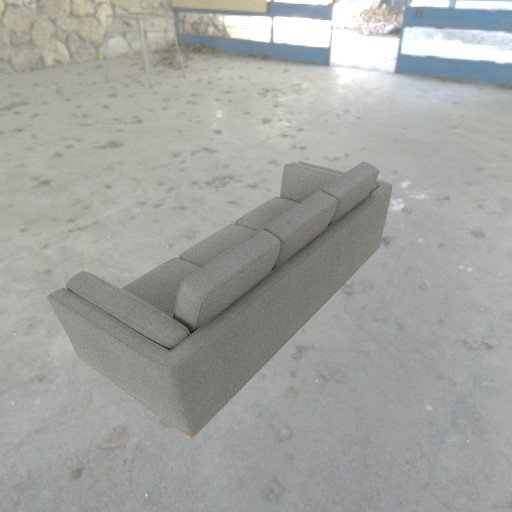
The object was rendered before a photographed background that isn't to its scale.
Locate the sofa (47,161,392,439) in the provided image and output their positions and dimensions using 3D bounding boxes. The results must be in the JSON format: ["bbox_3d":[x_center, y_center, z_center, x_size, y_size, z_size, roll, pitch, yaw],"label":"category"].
[{"bbox_3d":[0.000,0.000,2.900,0.903,0.899,2.362,22,38,30],"label":"sofa"}]
